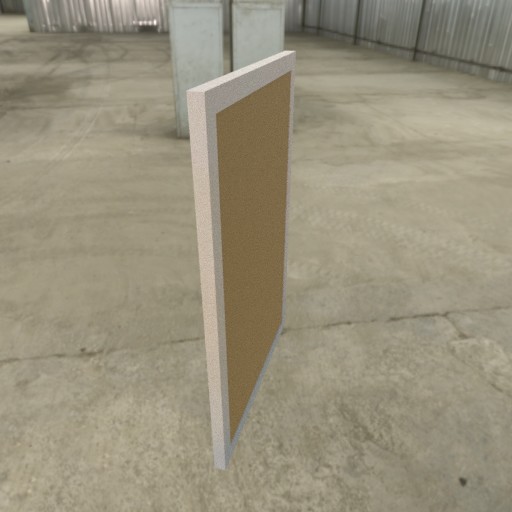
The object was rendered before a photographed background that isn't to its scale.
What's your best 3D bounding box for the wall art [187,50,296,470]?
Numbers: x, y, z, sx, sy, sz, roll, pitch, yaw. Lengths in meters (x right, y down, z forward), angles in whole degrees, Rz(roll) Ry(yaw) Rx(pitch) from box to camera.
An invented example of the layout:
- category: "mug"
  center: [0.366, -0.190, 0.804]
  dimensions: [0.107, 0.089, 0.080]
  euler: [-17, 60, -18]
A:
- category: "wall art"
  center: [0.000, 0.000, 1.436]
  dimensions: [0.038, 1.143, 0.764]
  euler: [9, 31, 15]
